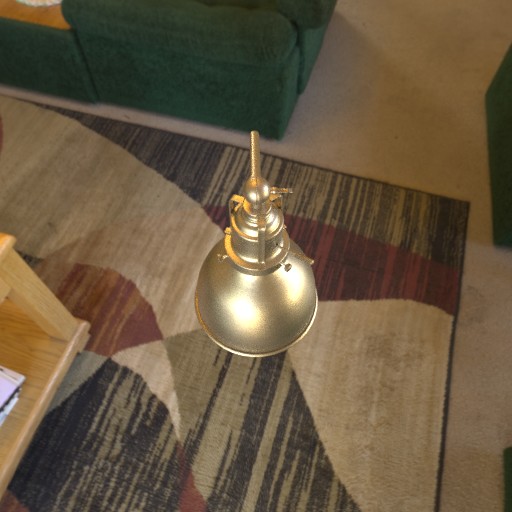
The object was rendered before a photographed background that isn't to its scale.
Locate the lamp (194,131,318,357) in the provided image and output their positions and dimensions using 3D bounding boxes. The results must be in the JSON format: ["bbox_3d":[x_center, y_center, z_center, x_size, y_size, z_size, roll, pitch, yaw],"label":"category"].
[{"bbox_3d":[0.000,0.000,0.588,0.153,0.456,0.286,-1,59,0],"label":"lamp"}]
